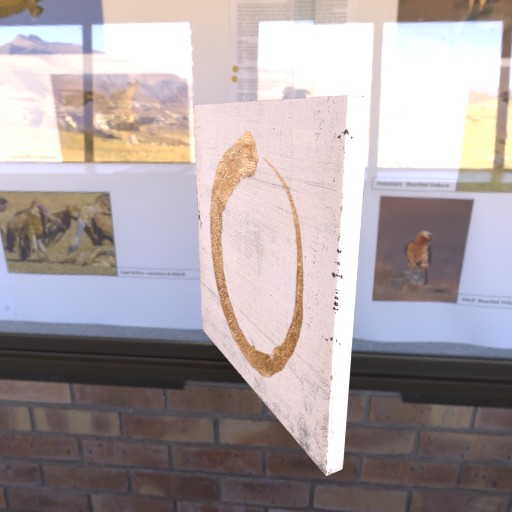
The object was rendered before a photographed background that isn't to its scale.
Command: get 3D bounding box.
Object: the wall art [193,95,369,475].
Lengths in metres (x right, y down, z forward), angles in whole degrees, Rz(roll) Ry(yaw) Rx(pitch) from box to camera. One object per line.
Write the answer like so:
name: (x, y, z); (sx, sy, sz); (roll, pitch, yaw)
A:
wall art: (0.000, 0.000, 0.928); (0.040, 0.611, 0.610); (-9, 20, -25)
